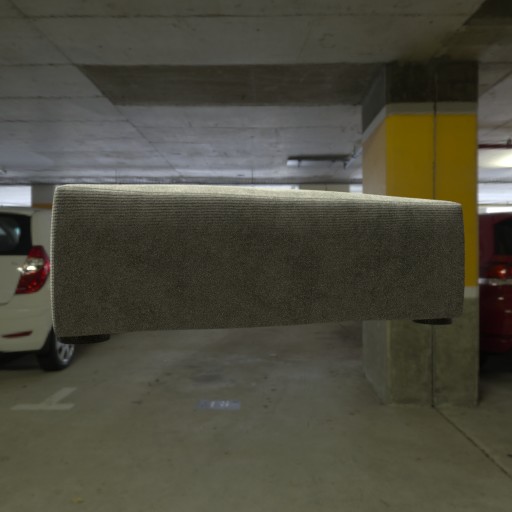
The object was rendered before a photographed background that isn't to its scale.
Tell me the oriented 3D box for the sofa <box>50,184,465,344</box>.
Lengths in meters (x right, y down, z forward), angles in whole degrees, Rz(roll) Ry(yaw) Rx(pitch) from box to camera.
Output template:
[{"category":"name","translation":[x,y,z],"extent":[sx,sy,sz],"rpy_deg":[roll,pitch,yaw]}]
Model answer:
[{"category":"sofa","translation":[0.000,0.000,1.156],"extent":[0.930,0.330,0.480],"rpy_deg":[0,0,-17]}]
